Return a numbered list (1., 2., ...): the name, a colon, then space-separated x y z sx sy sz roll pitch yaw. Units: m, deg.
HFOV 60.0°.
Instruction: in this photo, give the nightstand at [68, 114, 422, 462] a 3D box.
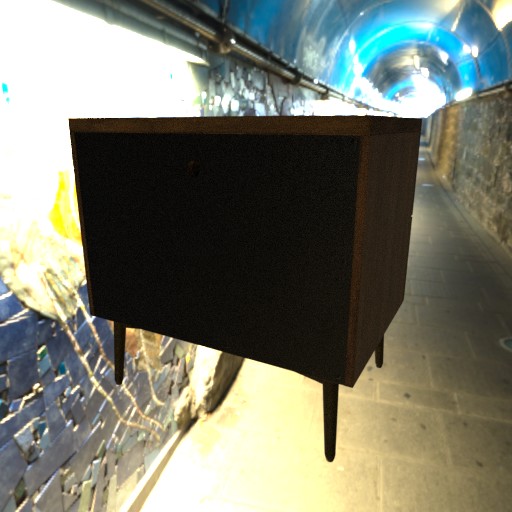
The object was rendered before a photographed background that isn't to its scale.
1. nightstand: 0.000 0.000 1.027 0.610 0.610 0.458 9 19 27
